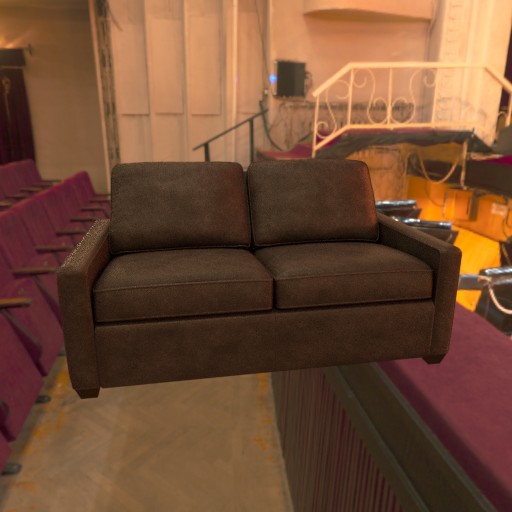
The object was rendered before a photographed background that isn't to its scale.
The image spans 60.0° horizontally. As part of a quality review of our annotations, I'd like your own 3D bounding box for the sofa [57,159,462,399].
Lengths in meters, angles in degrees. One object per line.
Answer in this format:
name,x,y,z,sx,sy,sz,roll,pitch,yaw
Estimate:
sofa,0.000,0.000,2.286,1.732,0.916,0.939,-3,17,-10
